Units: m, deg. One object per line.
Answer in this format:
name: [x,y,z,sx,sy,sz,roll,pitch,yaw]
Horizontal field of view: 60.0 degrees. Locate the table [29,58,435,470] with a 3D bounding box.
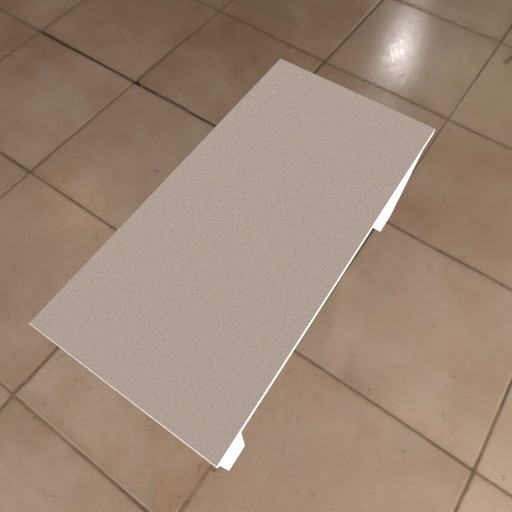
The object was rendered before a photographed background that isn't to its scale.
table: [0.000,0.000,2.283,0.900,0.790,1.800,31,67,15]
